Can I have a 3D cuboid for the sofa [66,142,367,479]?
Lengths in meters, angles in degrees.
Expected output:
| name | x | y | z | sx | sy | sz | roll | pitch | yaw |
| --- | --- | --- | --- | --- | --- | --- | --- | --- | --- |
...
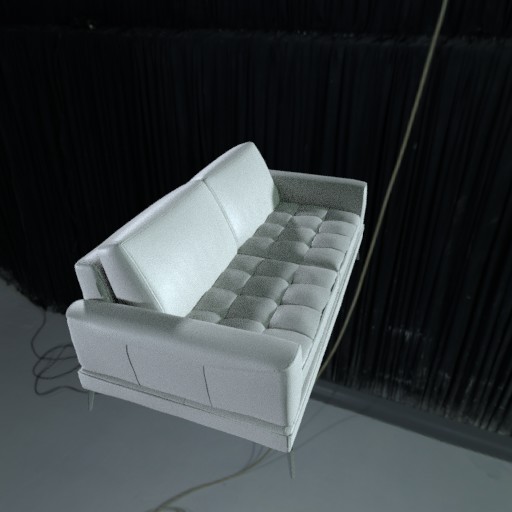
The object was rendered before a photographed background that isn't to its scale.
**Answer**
| name | x | y | z | sx | sy | sz | roll | pitch | yaw |
| --- | --- | --- | --- | --- | --- | --- | --- | --- | --- |
| sofa | 0.000 | 0.000 | 2.749 | 1.121 | 0.930 | 2.177 | 10 | 32 | 17 |
